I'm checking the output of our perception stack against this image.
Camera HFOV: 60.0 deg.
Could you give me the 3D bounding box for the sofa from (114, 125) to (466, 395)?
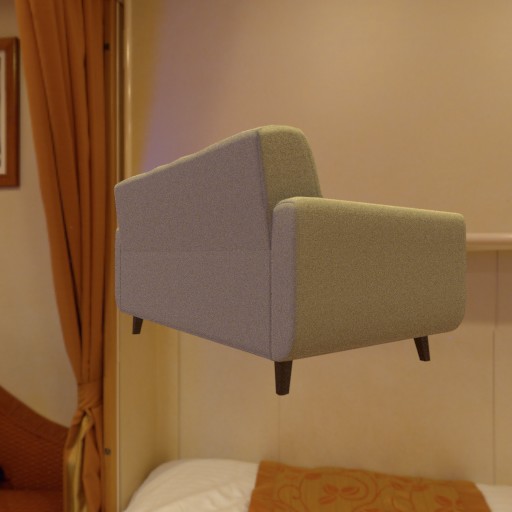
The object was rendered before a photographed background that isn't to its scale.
[{"bbox_3d":[0.000,0.000,2.211,0.980,0.892,1.655,0,0,-35],"label":"sofa"}]
